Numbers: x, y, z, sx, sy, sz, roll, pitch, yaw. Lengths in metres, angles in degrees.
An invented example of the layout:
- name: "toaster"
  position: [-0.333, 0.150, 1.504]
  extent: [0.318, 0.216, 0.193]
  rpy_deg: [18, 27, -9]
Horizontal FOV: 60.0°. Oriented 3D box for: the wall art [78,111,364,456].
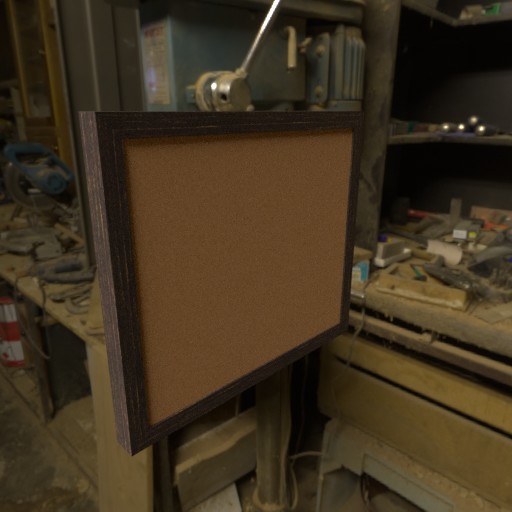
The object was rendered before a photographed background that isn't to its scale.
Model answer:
- name: "wall art"
  position: [0.000, 0.000, 0.532]
  extent: [0.381, 0.330, 0.031]
  rpy_deg: [-17, 25, -42]
